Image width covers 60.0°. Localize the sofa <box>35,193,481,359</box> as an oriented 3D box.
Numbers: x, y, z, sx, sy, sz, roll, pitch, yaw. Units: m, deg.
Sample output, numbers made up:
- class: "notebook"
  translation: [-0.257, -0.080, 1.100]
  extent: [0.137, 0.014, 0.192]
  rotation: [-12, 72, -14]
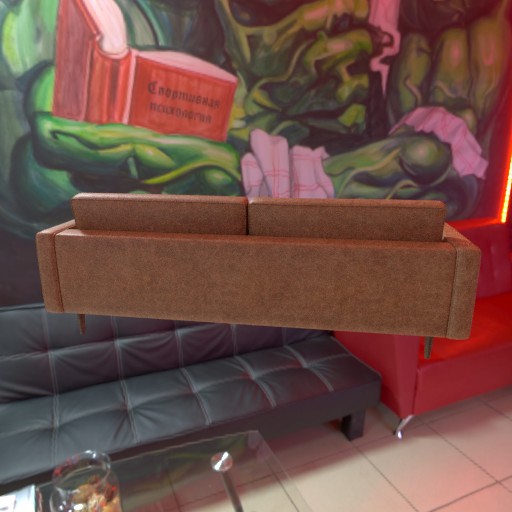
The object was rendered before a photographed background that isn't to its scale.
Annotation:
- class: "sofa"
  translation: [0.000, 0.000, 2.606]
  extent: [2.200, 0.770, 0.919]
  rotation: [2, 16, 8]
